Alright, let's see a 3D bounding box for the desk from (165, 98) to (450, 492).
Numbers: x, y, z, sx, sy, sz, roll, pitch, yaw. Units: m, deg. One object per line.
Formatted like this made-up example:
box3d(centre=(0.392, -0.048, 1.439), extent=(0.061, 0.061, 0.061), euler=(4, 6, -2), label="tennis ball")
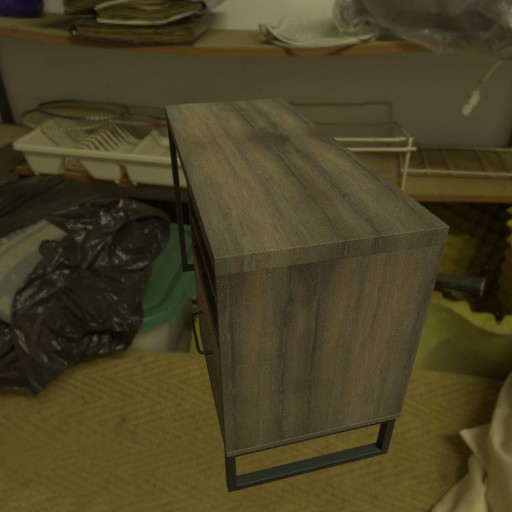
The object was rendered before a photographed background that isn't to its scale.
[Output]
box3d(centre=(0.000, 0.000, 1.492), extent=(0.511, 0.752, 1.134), euler=(-8, 33, -12), label="desk")
